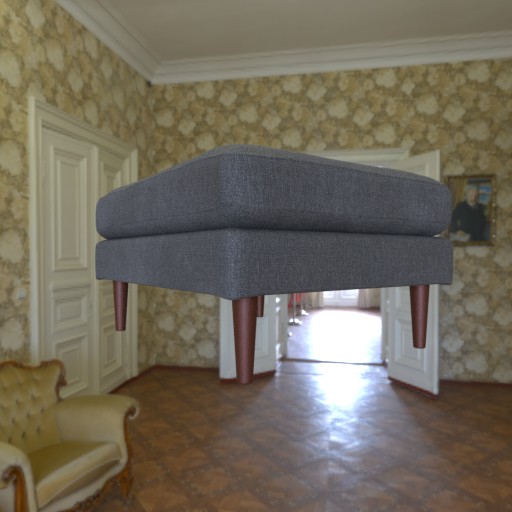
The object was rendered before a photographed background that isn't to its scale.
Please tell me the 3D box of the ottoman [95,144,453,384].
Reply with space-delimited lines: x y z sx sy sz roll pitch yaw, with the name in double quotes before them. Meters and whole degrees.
"ottoman" 0.000 0.000 1.276 0.693 0.474 0.821 0 0 -35
